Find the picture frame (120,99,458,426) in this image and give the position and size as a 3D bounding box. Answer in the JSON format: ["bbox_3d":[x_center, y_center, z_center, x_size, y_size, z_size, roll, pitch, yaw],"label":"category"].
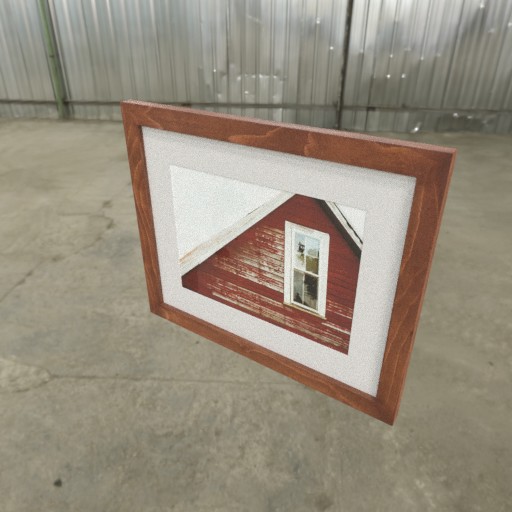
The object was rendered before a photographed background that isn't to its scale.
[{"bbox_3d":[0.000,0.000,0.764,0.559,0.457,0.025,18,34,29],"label":"picture frame"}]
